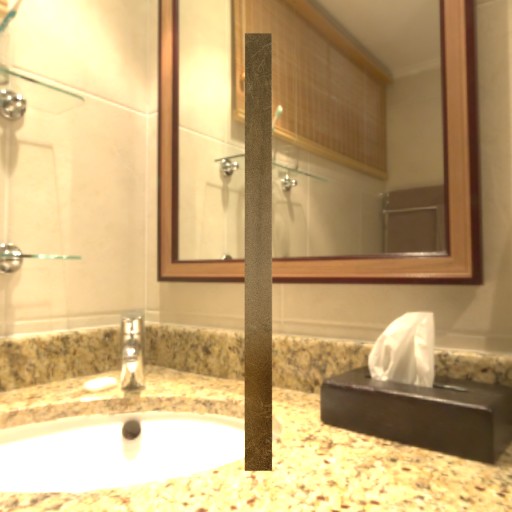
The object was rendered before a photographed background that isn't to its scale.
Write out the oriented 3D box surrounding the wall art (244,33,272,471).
[{"bbox_3d":[0.000,0.000,0.921,0.038,0.610,0.610,0,-2,-1],"label":"wall art"}]
